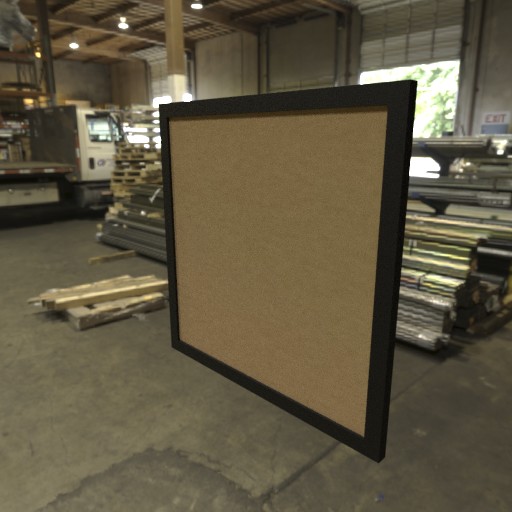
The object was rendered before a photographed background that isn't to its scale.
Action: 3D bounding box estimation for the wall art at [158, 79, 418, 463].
[{"bbox_3d":[0.000,0.000,0.518,0.013,0.356,0.356,-14,21,-43],"label":"wall art"}]
